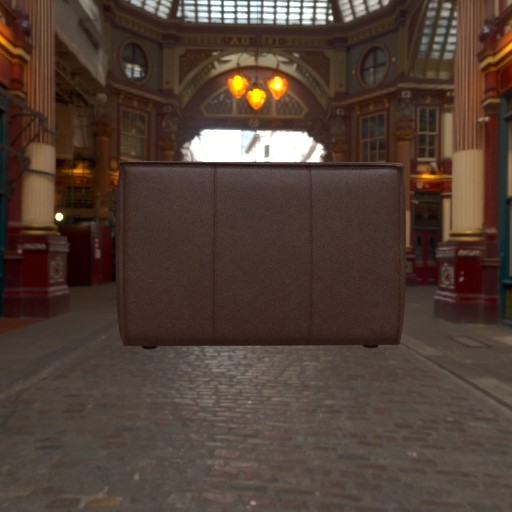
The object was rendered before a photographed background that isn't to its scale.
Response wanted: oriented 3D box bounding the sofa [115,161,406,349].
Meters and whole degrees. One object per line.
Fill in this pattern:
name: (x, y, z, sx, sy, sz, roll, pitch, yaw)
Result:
sofa: (0.000, 0.000, 2.601, 1.102, 0.703, 2.088, 0, 0, -1)
